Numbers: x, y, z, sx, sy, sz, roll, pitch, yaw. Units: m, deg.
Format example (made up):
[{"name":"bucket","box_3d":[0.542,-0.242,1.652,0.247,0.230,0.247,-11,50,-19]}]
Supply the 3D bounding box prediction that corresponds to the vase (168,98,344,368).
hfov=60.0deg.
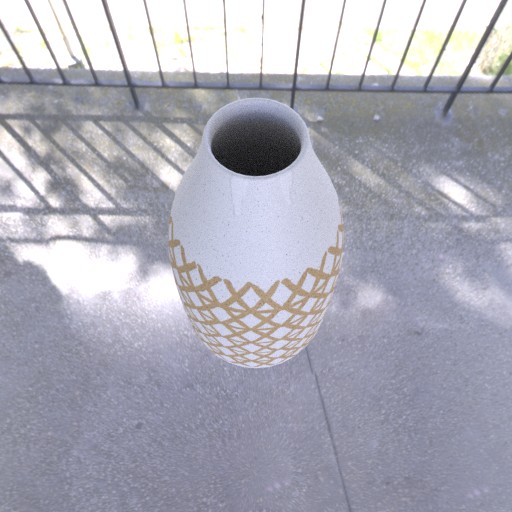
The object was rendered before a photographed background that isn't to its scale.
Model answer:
[{"name":"vase","box_3d":[0.000,0.000,0.481,0.186,0.380,0.186,0,64,0]}]
